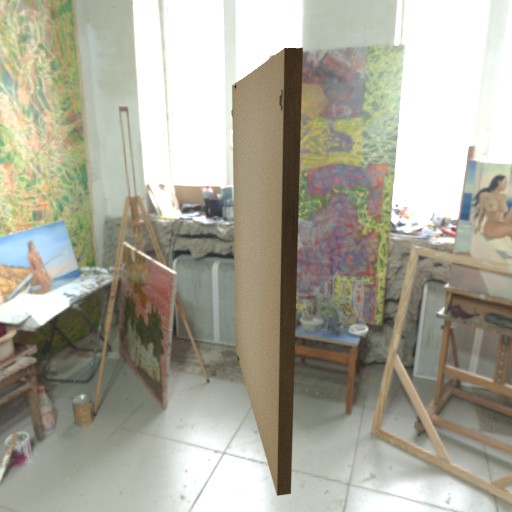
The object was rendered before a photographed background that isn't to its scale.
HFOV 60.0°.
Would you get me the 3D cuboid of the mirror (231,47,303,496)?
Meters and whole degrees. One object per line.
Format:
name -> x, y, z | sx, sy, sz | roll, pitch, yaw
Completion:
mirror -> 0.000, 0.000, 1.317 | 0.040, 1.016, 0.762 | -3, 16, -10
